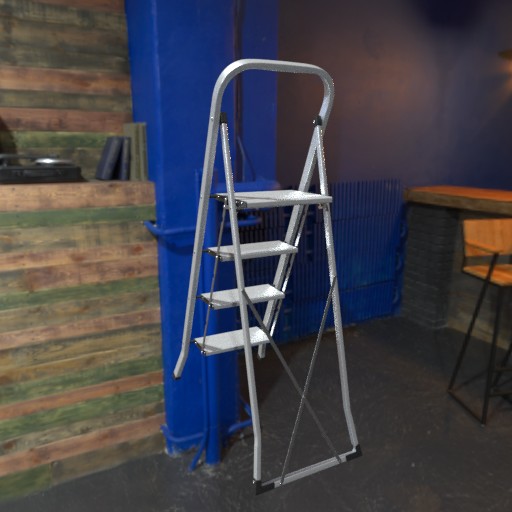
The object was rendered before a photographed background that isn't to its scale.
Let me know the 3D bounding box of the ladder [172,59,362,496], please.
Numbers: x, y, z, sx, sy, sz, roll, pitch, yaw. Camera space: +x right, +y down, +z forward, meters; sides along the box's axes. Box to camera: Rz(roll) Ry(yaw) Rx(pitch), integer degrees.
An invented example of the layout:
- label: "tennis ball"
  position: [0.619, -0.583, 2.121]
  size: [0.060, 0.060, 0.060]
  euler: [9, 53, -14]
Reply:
- label: "ladder"
  position: [0.000, 0.000, 1.647]
  size: [0.465, 1.290, 0.830]
  euler: [-7, 15, -25]
